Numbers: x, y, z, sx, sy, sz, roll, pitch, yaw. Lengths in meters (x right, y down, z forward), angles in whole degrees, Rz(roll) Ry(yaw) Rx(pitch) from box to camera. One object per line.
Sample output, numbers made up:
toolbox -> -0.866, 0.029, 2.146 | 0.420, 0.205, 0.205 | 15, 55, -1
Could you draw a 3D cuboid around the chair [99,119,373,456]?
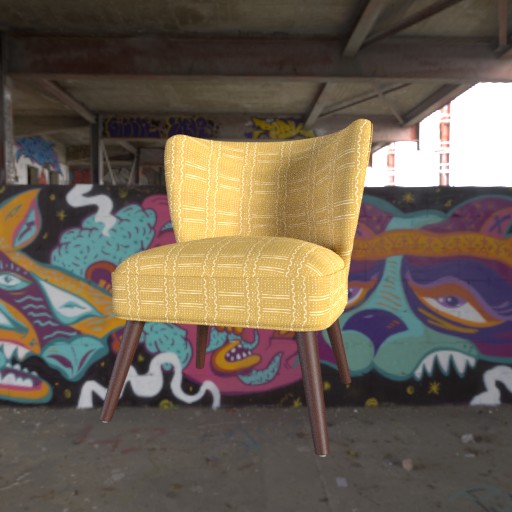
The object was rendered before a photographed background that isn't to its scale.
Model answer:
chair -> 0.000, 0.000, 1.409 | 0.706, 0.866, 0.758 | 1, 2, 19
